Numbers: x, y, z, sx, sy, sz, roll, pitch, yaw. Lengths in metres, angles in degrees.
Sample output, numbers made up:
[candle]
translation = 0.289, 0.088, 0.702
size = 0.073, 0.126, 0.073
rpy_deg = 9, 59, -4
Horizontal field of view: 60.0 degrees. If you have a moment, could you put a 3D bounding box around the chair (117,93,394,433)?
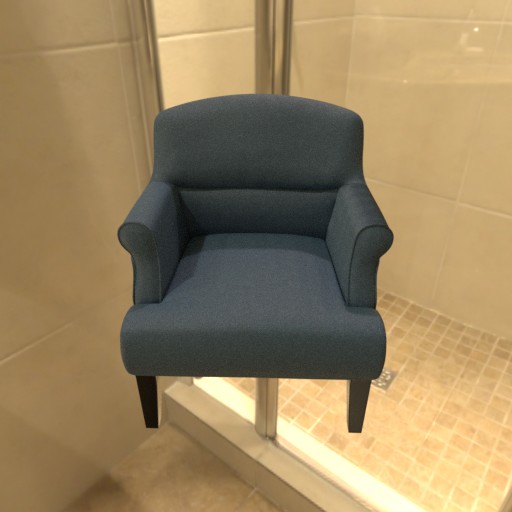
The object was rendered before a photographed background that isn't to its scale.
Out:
[chair]
translation = 0.000, 0.000, 1.452
size = 0.770, 0.878, 0.754
rpy_deg = 1, 32, 1
